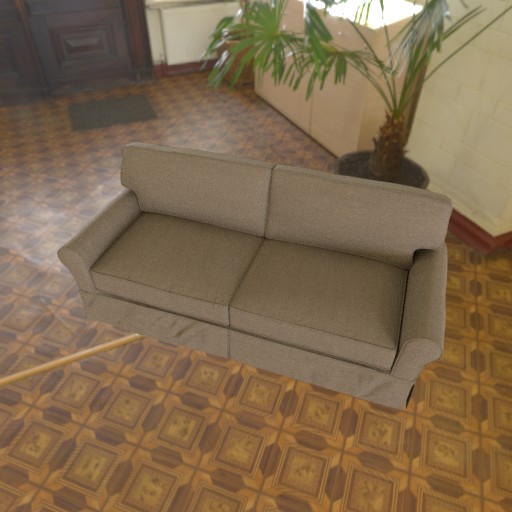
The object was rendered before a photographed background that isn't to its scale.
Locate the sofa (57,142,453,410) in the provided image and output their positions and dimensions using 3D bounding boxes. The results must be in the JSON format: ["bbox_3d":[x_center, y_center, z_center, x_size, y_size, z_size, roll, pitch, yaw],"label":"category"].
[{"bbox_3d":[0.000,0.000,2.775,2.248,0.943,0.991,13,42,14],"label":"sofa"}]
